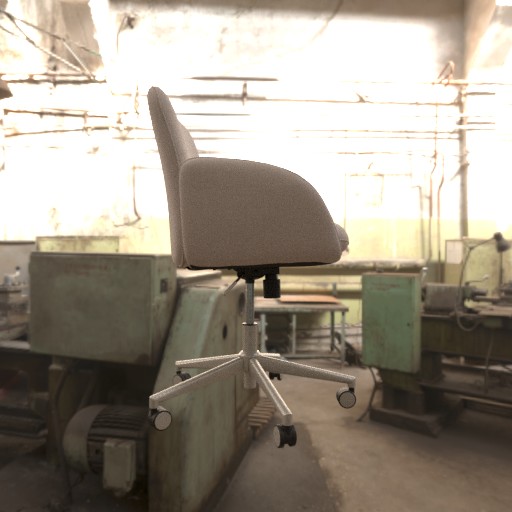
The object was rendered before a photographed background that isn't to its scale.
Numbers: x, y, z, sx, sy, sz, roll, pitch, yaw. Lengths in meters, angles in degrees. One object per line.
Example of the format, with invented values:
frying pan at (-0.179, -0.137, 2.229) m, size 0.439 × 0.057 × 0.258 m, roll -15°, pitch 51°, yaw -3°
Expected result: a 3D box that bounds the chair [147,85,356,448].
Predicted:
chair at (0.000, 0.000, 1.410) m, size 0.633 × 0.959 × 0.648 m, roll 0°, pitch 1°, yaw 0°
